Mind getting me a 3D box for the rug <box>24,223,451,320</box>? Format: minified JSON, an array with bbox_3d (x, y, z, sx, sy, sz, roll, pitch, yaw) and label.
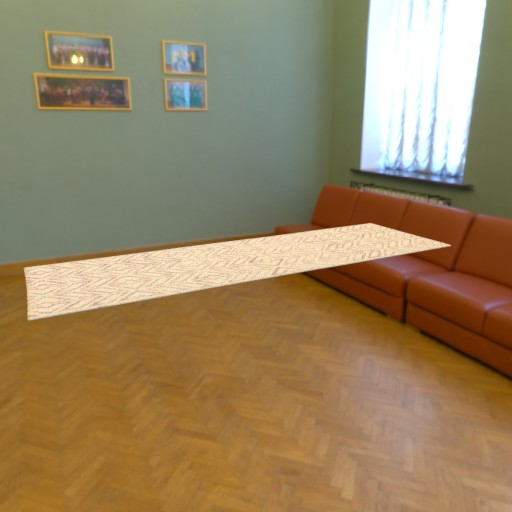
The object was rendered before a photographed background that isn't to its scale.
[{"bbox_3d":[0.000,0.000,2.615,2.435,0.009,0.750,-8,18,-27],"label":"rug"}]
